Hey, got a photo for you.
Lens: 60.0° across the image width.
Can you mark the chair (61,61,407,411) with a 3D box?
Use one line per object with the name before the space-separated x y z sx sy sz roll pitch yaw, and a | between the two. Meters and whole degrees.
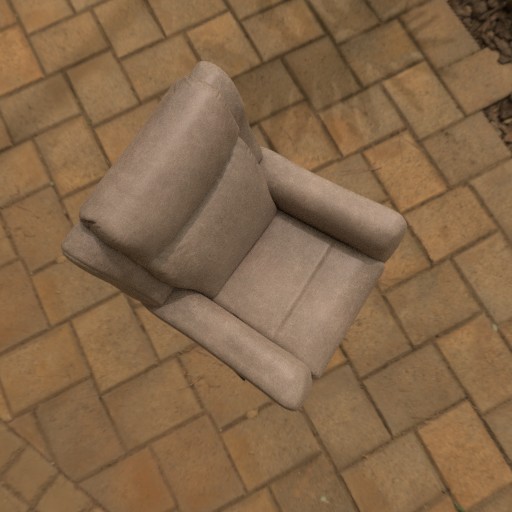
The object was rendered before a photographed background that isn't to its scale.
chair | 0.000 0.000 1.925 1.068 1.116 0.967 33 80 6
